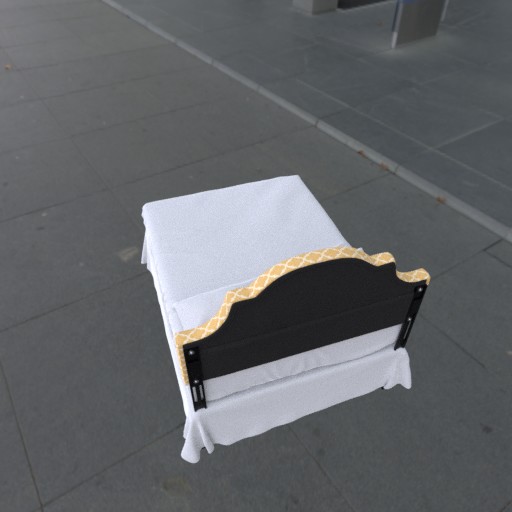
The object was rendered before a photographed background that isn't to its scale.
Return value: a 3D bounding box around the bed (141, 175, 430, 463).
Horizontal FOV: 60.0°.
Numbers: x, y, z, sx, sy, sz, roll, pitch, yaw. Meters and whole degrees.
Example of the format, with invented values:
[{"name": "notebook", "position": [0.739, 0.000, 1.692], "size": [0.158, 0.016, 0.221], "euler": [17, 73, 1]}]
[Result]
[{"name": "bed", "position": [0.000, 0.000, 3.489], "size": [1.780, 1.633, 2.222], "euler": [-13, 44, -14]}]
